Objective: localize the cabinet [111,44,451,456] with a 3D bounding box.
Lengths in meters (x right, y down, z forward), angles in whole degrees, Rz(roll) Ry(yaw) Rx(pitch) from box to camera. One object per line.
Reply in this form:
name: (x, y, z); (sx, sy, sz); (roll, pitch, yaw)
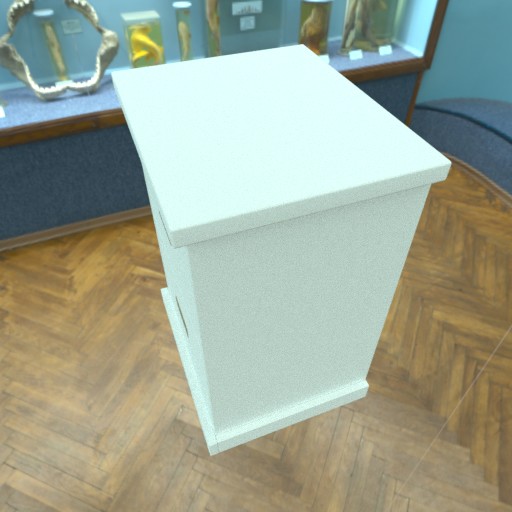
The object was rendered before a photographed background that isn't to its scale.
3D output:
cabinet: (0.000, 0.000, 1.033); (0.431, 0.723, 0.520); (-15, 47, -15)
